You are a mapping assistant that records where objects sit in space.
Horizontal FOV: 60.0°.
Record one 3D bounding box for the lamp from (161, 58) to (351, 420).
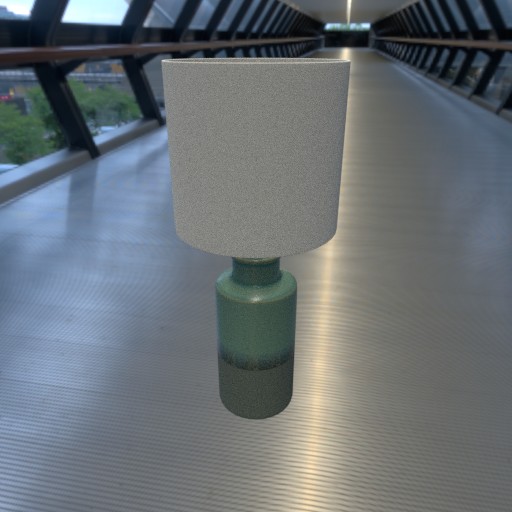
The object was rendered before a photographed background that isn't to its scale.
[{"bbox_3d":[0.000,0.000,0.609,0.212,0.493,0.212,-17,30,-31],"label":"lamp"}]
